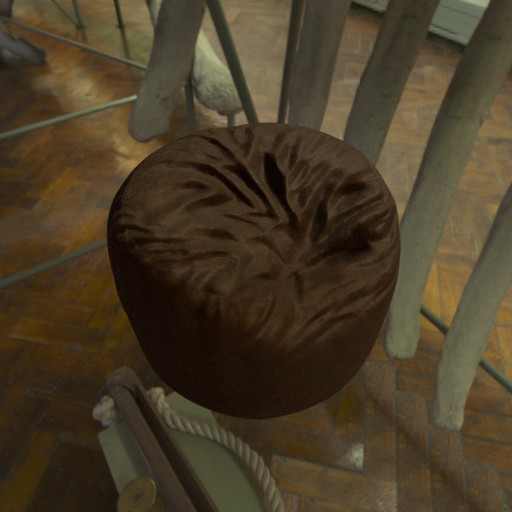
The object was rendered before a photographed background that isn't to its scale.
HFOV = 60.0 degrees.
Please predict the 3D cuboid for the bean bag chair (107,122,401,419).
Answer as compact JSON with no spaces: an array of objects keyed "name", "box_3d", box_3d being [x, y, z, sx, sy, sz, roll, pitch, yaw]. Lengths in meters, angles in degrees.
[{"name":"bean bag chair","box_3d":[0.000,0.000,1.493,0.918,0.616,0.918,0,47,0]}]
